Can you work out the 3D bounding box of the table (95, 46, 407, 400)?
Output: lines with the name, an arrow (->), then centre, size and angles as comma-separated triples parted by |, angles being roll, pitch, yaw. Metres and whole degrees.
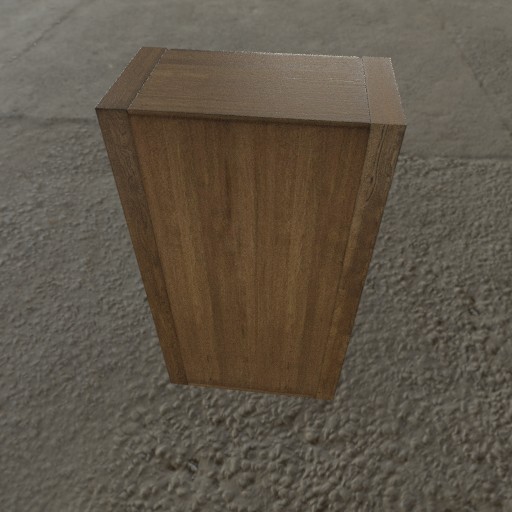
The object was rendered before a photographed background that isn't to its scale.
table -> 0.000, 0.000, 2.470 | 1.100, 2.000, 0.600 | 5, 46, 5
